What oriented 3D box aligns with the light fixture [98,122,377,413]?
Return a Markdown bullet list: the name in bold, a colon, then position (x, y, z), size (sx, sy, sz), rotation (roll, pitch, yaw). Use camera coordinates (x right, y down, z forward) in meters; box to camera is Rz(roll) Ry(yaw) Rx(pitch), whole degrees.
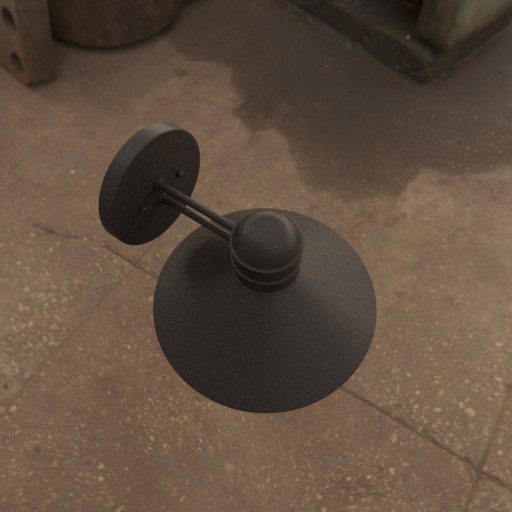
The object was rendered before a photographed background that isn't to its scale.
- **light fixture**: position (0.000, 0.000, 0.689), size (0.434, 0.265, 0.396), rotation (31, 64, 17)
